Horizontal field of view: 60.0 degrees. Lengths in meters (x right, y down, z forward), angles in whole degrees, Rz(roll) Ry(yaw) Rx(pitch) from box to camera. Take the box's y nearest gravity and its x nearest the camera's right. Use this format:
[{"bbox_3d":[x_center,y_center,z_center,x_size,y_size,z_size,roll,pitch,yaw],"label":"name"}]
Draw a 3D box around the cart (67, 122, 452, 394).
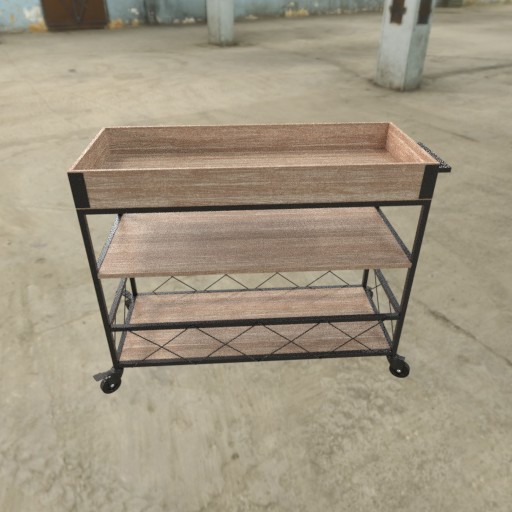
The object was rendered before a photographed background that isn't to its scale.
[{"bbox_3d":[0.000,0.000,1.516,1.101,0.787,0.500,-2,32,-3],"label":"cart"}]
